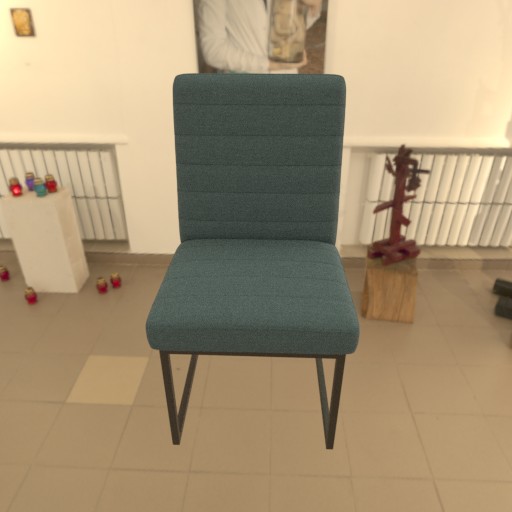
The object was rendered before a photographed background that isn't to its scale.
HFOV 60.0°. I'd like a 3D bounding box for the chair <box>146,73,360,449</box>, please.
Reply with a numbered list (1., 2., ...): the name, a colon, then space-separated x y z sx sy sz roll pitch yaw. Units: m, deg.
1. chair: 0.000 0.000 1.303 0.520 0.930 0.634 1 30 2
